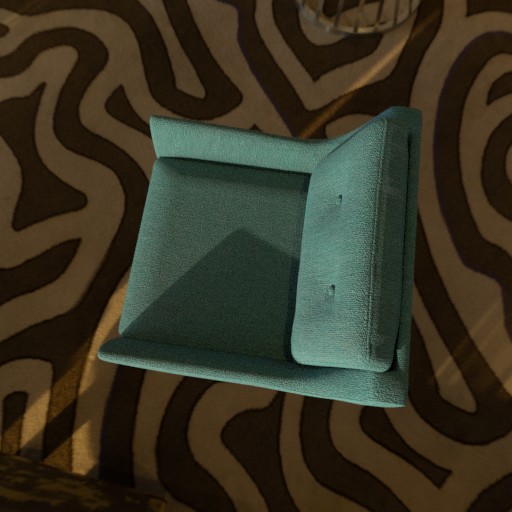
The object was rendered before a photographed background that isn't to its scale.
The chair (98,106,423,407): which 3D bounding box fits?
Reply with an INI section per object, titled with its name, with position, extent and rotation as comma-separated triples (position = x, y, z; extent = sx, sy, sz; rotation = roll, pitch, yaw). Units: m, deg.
[chair]
position = 0.000, 0.000, 1.502
extent = 0.849, 0.828, 0.847
rotation = 8, 76, 2
